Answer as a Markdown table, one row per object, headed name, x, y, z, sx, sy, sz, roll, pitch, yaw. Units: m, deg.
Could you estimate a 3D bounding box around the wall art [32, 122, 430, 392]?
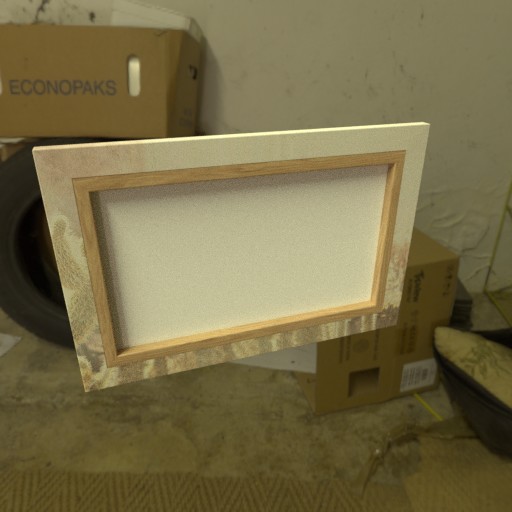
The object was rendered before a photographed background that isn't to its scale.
| name | x | y | z | sx | sy | sz | roll | pitch | yaw |
| --- | --- | --- | --- | --- | --- | --- | --- | --- | --- |
| wall art | 0.000 | 0.000 | 1.405 | 1.142 | 0.758 | 0.041 | -8 | 27 | -17 |
